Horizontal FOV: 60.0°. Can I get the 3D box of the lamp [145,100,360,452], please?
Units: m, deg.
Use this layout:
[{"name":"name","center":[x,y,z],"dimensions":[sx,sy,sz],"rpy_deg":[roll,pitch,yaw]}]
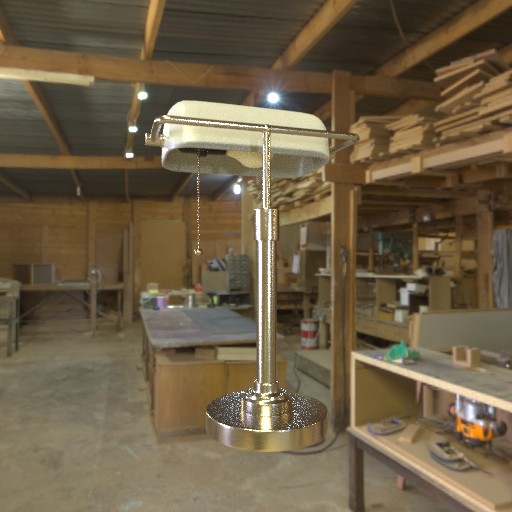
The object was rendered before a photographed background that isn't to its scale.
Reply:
[{"name":"lamp","center":[0.000,0.000,0.566],"dimensions":[0.269,0.404,0.227],"rpy_deg":[0,-1,-18]}]
